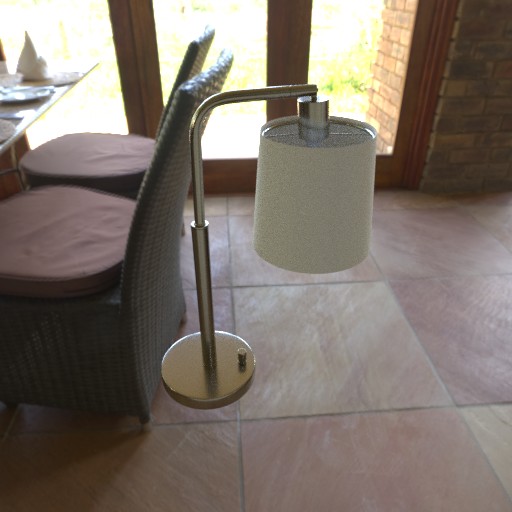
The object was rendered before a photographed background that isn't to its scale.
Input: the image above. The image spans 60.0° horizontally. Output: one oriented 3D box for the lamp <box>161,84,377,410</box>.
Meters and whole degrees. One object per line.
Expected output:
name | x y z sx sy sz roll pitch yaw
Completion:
lamp | 0.000 0.000 0.664 0.333 0.489 0.171 -1 32 -1
